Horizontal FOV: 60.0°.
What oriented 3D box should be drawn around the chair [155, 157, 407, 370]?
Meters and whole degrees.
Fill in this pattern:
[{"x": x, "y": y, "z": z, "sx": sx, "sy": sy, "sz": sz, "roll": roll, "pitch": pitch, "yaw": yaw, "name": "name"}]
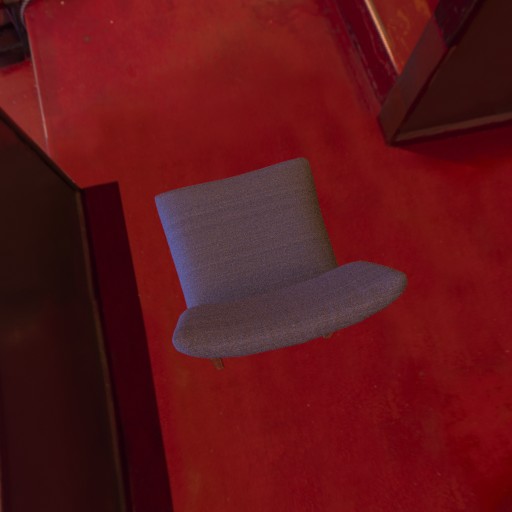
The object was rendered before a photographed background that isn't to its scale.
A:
[{"x": 0.000, "y": 0.000, "z": 1.276, "sx": 0.496, "sy": 0.940, "sz": 0.585, "roll": -15, "pitch": 75, "yaw": -4, "name": "chair"}]
